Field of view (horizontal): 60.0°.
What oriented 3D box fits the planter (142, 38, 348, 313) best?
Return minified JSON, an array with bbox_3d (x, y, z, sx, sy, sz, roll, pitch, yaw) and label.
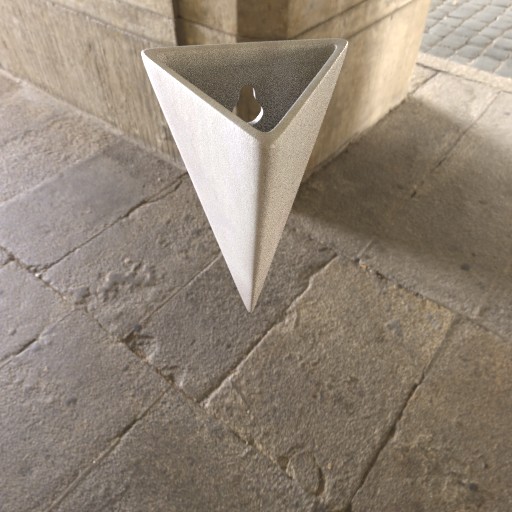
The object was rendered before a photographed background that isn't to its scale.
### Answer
[{"bbox_3d":[0.000,0.000,0.273,0.101,0.224,0.081,-5,48,-5],"label":"planter"}]
